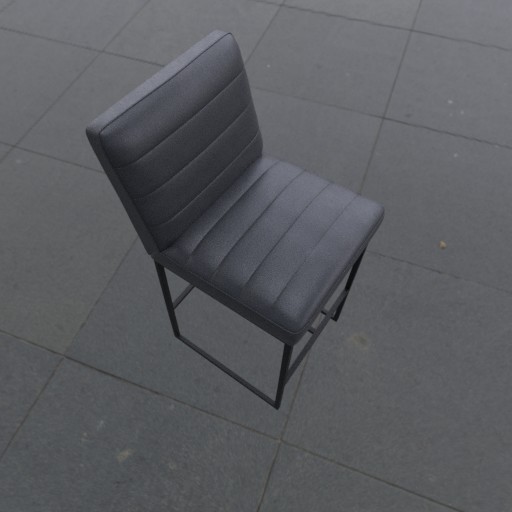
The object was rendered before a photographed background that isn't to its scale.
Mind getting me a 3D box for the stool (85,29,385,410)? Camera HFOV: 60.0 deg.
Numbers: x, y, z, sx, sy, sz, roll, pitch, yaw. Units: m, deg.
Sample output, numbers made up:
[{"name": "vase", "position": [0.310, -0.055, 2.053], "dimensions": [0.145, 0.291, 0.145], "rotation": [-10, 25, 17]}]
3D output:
[{"name": "stool", "position": [0.000, 0.000, 1.326], "dimensions": [0.552, 1.040, 0.457], "rotation": [31, 62, 18]}]
